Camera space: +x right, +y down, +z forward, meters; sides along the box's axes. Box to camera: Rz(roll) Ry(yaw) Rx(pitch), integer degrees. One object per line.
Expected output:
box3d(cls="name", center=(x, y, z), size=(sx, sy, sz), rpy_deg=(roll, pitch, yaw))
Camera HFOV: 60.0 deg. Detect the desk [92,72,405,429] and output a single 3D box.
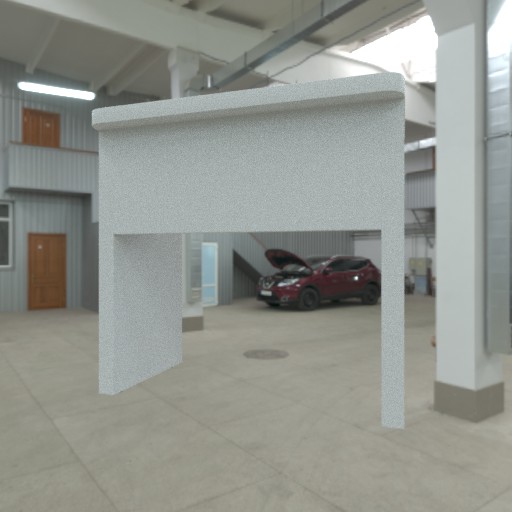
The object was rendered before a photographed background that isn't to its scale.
box3d(cls="desk", center=(0.000, 0.000, 1.240), size=(0.790, 0.760, 0.446), rpy_deg=(0, 0, 18))
